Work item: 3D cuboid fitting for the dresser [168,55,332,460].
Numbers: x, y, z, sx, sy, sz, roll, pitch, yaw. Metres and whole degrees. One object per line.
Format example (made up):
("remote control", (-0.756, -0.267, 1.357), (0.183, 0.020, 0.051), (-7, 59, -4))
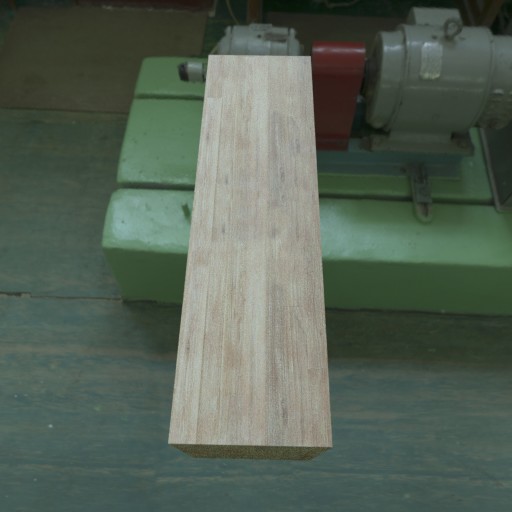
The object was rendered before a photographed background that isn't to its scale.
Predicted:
("dresser", (0.000, 0.000, 1.945), (0.455, 0.788, 1.602), (1, 62, 1))
